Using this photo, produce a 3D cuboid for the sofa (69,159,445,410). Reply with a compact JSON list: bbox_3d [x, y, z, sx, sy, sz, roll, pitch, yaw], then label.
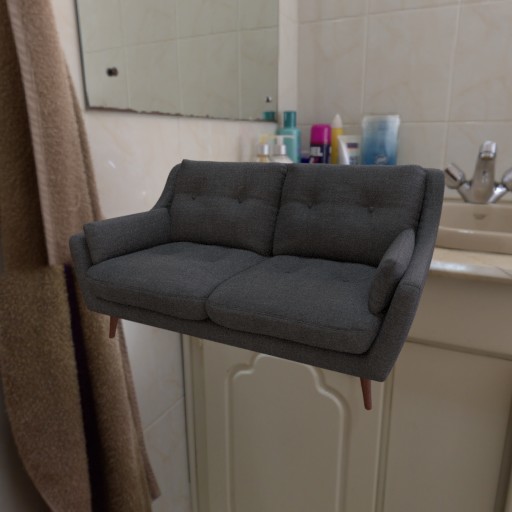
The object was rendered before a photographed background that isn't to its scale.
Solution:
[{"bbox_3d":[0.000,0.000,2.174,1.646,0.887,0.976,8,16,27],"label":"sofa"}]
